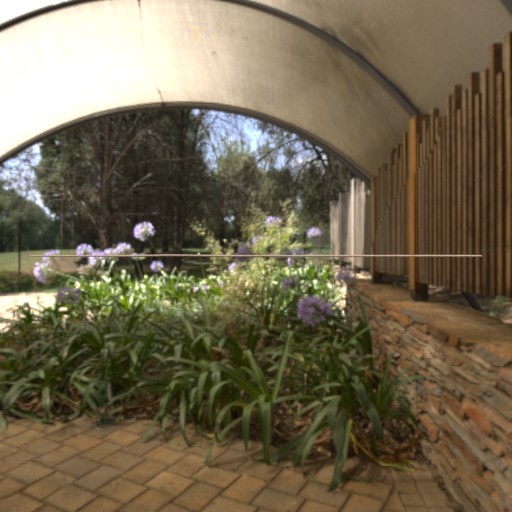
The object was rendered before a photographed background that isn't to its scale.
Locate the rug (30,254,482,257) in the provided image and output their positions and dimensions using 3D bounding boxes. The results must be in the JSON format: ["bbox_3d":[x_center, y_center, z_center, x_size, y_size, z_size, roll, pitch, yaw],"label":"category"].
[{"bbox_3d":[0.000,0.000,4.497,3.357,0.019,2.449,0,0,0],"label":"rug"}]
